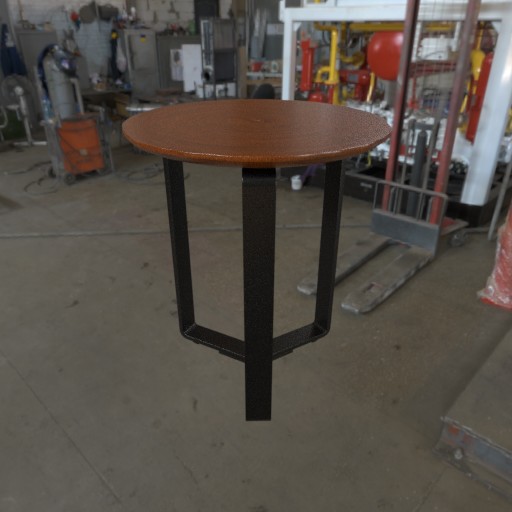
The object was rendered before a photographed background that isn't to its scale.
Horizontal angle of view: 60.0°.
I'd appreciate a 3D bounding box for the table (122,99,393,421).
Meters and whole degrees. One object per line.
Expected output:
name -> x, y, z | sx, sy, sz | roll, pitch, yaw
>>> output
table -> 0.000, 0.000, 0.753 | 0.380, 0.450, 0.410 | -1, 27, -1
